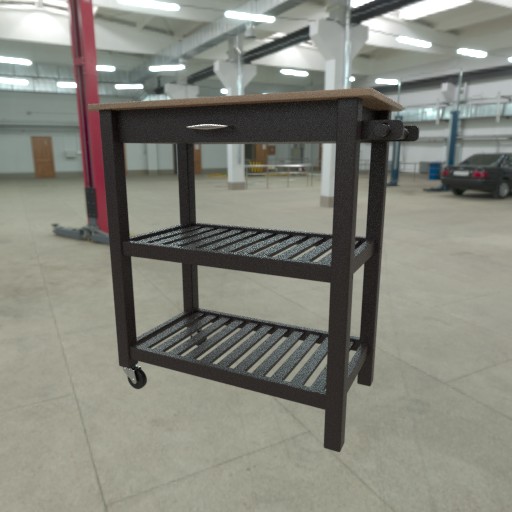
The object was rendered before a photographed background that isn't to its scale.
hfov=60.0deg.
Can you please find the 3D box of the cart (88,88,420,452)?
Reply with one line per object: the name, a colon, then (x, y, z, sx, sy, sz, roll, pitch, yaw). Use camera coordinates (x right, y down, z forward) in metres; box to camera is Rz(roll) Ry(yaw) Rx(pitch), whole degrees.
cart: (0.000, 0.000, 1.428, 0.899, 0.927, 0.457, 7, 15, 25)
